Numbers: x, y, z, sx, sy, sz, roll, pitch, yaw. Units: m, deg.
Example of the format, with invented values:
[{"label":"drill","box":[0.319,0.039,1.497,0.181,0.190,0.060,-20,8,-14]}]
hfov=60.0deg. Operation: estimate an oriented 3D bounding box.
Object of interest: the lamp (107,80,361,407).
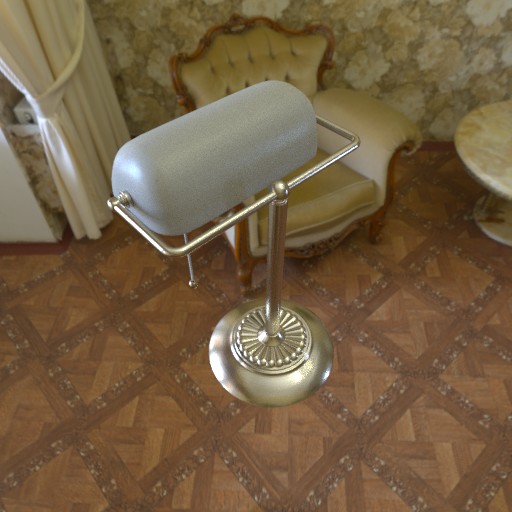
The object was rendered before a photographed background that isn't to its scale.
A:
[{"label":"lamp","box":[0.000,0.000,0.530,0.264,0.339,0.243,-35,56,-28]}]
